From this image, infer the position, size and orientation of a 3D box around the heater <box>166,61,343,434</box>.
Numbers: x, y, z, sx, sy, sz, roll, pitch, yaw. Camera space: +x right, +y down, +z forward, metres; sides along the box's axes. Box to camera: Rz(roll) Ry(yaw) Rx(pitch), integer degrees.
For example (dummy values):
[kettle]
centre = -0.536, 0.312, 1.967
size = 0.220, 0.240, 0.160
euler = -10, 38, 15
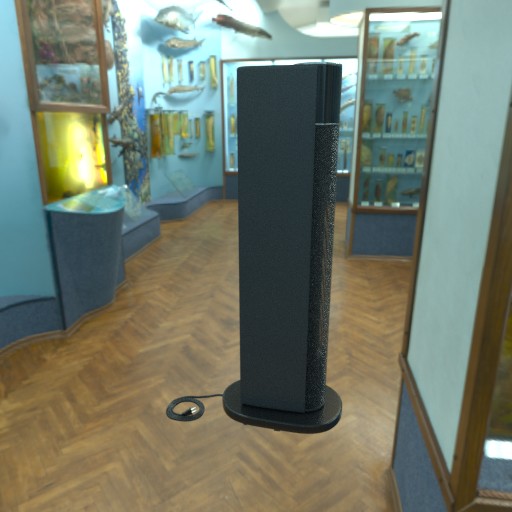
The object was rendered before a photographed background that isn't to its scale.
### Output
[heater]
centre = 0.000, 0.000, 1.079
size = 0.458, 0.856, 0.214
euler = 3, 17, 10
